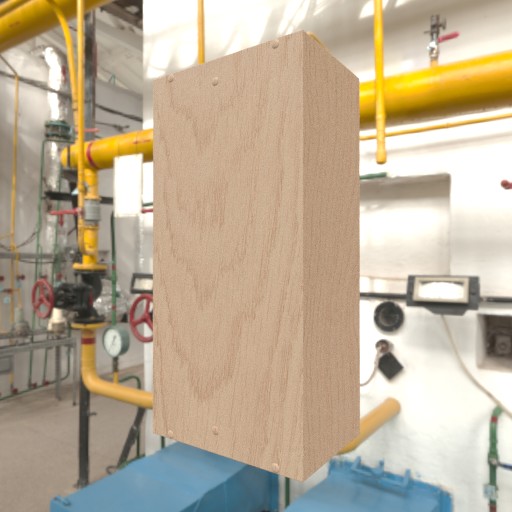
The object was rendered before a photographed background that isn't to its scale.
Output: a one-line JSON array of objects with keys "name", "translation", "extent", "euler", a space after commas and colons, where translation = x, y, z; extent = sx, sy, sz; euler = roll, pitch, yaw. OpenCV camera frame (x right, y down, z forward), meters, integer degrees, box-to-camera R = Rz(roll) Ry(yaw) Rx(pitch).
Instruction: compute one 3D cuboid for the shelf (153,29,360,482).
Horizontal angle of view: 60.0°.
[{"name": "shelf", "translation": [0.000, 0.000, 0.751], "extent": [0.290, 0.600, 0.200], "euler": [0, 0, 35]}]
